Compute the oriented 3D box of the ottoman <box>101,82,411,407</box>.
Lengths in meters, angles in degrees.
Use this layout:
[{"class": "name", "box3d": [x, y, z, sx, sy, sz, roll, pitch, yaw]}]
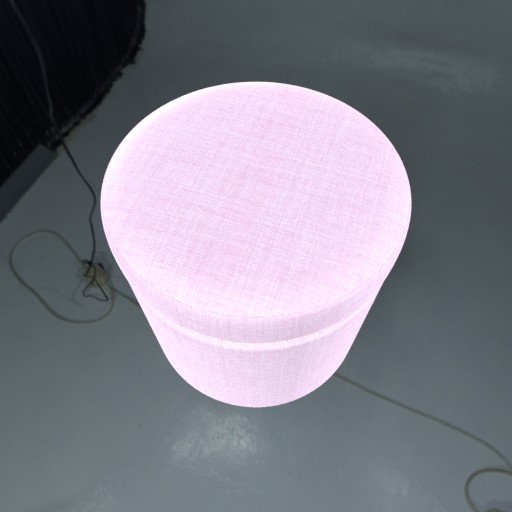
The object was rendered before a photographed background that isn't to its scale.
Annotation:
[{"class": "ottoman", "box3d": [0.000, 0.000, 0.727, 0.400, 0.406, 0.400, 0, 58, 0]}]
